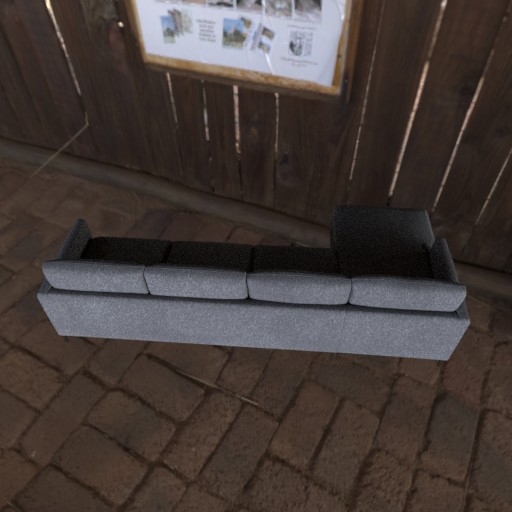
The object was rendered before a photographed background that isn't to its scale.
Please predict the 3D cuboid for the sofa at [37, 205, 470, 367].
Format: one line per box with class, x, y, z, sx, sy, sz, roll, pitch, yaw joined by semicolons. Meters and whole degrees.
sofa;0.000;0.000;3.510;2.932;0.810;1.350;3;47;3
